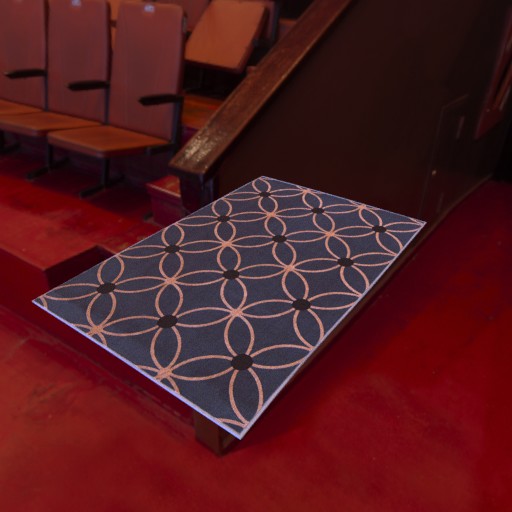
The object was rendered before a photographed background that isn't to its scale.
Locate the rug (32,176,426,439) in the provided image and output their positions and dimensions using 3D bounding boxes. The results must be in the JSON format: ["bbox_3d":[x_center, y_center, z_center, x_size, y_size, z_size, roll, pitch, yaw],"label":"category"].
[{"bbox_3d":[0.000,0.000,2.935,1.522,0.008,2.284,21,38,30],"label":"rug"}]
